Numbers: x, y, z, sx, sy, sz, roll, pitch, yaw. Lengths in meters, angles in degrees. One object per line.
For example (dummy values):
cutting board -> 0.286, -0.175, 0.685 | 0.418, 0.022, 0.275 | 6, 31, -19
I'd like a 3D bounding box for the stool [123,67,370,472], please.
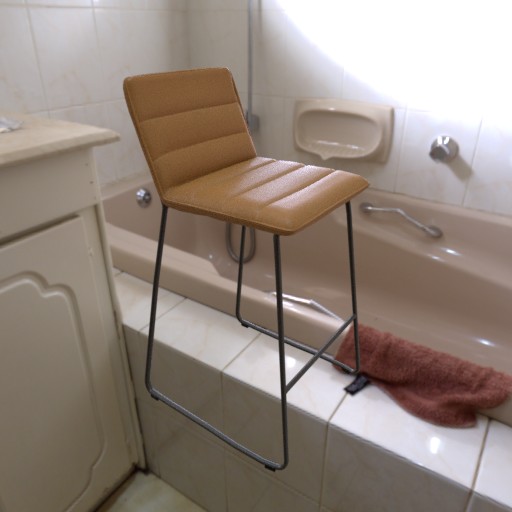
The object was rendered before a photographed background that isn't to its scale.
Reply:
stool -> 0.000, 0.000, 1.234 | 0.524, 0.936, 0.489 | 19, 33, 32
